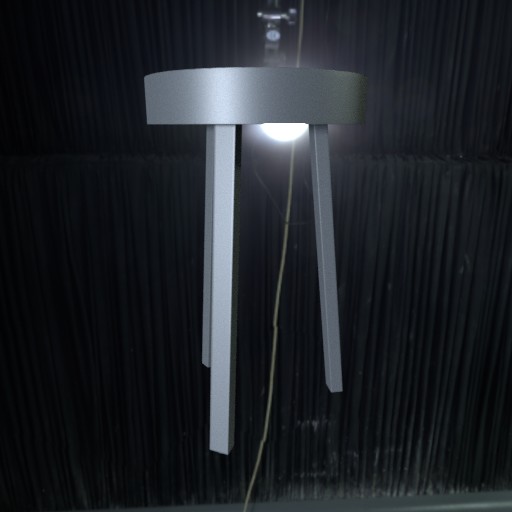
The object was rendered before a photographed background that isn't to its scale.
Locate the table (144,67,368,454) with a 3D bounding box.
[{"bbox_3d":[0.000,0.000,0.927,0.406,0.686,0.406,-2,17,-8],"label":"table"}]
